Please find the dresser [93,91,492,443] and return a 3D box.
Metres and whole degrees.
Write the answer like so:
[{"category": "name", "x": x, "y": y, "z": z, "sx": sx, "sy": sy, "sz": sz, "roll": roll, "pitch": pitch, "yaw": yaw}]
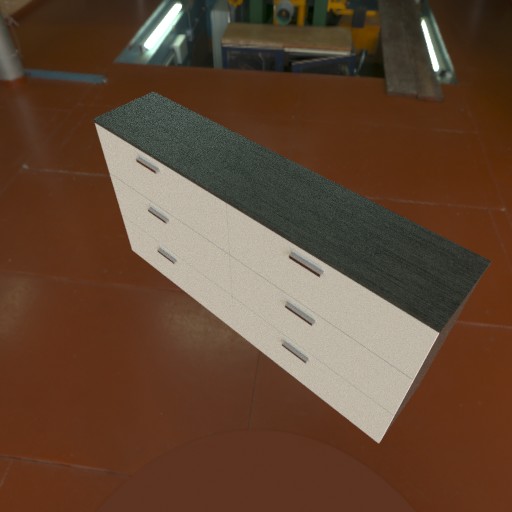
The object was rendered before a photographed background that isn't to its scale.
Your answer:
[{"category": "dresser", "x": 0.000, "y": 0.000, "z": 1.836, "sx": 1.535, "sy": 0.790, "sz": 0.333, "roll": 33, "pitch": 55, "yaw": 27}]
